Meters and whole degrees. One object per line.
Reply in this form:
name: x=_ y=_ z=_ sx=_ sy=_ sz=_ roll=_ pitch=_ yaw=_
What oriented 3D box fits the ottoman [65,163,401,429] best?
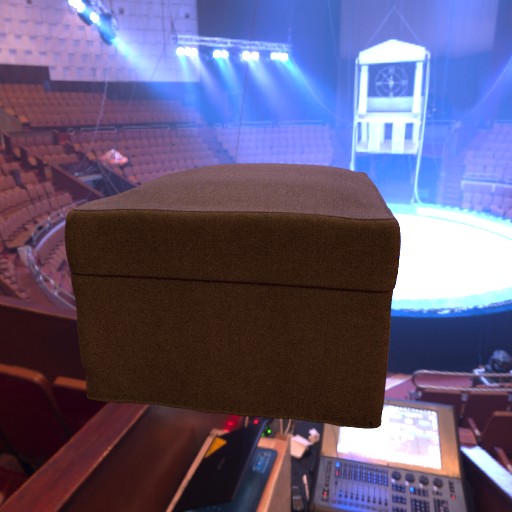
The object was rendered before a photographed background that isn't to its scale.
ottoman: x=0.000 y=0.000 z=1.244 sx=0.652 sy=0.492 sz=0.833 roll=3 pitch=17 yaw=9
